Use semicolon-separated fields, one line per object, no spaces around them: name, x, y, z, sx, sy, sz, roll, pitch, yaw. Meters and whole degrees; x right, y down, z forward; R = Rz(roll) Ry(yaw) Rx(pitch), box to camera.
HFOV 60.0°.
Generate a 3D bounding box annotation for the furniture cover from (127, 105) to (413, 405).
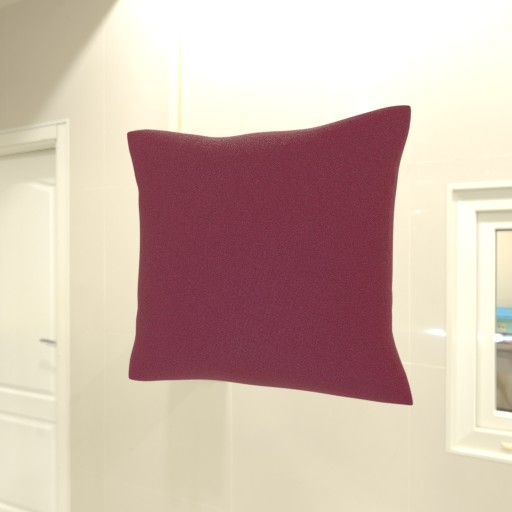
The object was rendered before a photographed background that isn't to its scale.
furniture cover;0.000;0.000;0.824;0.552;0.509;0.193;0;0;17
